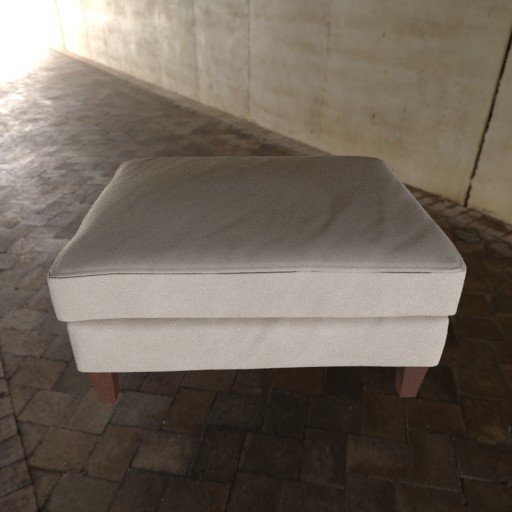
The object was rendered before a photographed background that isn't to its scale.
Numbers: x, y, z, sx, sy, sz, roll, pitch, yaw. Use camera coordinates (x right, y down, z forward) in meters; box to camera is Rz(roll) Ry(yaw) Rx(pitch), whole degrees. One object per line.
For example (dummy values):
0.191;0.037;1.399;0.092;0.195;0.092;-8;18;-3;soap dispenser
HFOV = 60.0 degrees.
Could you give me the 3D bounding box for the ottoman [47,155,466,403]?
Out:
0.000;0.000;1.457;1.002;0.492;0.836;-1;31;-1;ottoman
